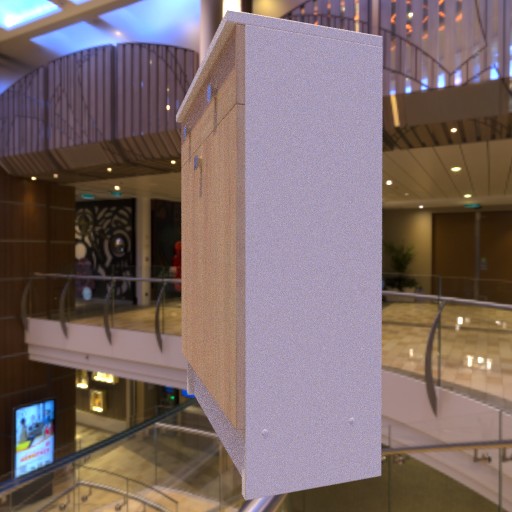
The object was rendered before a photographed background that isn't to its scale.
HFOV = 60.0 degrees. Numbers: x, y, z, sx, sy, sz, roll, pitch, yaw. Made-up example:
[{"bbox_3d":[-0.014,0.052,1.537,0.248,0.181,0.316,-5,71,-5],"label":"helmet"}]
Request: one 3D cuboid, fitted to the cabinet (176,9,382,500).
[{"bbox_3d":[0.000,0.000,1.060,0.296,0.815,0.600,0,1,-18],"label":"cabinet"}]
